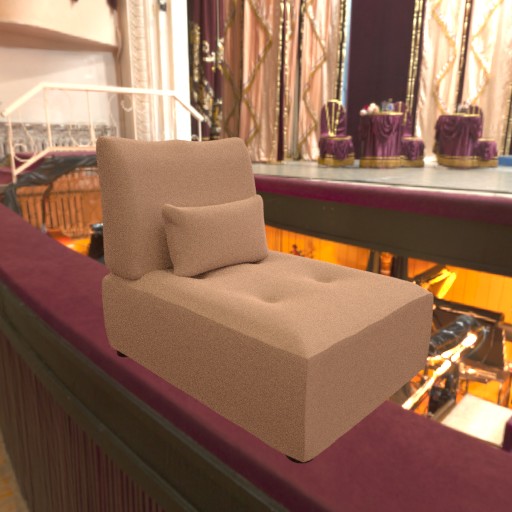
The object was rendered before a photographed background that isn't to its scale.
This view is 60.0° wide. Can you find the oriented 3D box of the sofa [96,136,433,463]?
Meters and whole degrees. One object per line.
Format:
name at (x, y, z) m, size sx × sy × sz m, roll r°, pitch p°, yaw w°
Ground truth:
sofa at (0.000, 0.000, 1.558) m, size 1.000 × 0.820 × 0.700 m, roll 13°, pitch 19°, yaw 43°
